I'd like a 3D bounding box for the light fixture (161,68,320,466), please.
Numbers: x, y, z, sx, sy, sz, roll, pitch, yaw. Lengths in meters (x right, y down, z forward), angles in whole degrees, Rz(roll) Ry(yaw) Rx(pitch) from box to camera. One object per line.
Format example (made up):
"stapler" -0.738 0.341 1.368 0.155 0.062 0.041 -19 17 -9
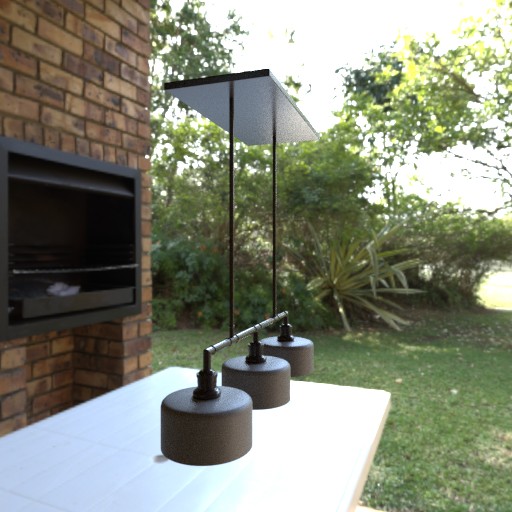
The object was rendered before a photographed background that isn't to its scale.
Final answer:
"light fixture" 0.000 0.000 0.868 0.177 0.557 0.582 0 0 19
